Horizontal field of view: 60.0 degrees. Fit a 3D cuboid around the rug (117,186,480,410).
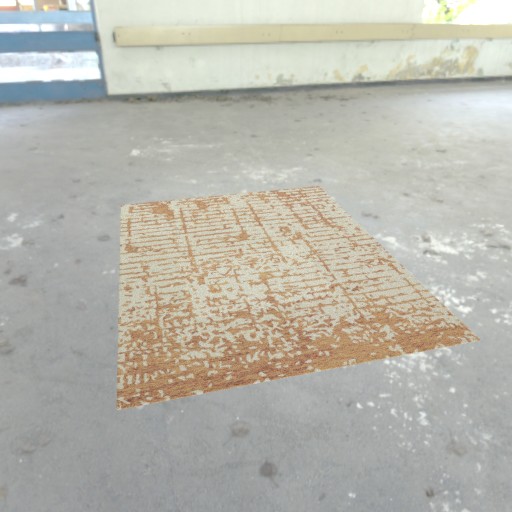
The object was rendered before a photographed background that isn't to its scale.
[{"bbox_3d":[0.000,0.000,4.096,2.441,0.011,3.050,-7,31,-12],"label":"rug"}]
